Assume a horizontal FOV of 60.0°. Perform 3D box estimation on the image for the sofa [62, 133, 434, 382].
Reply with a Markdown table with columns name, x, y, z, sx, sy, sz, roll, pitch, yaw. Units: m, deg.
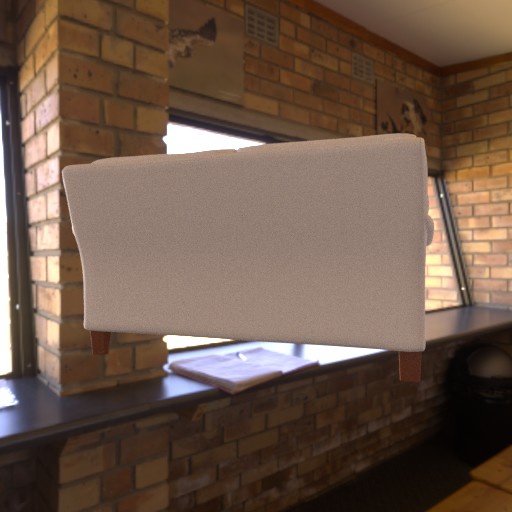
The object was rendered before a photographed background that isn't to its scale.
| name | x | y | z | sx | sy | sz | roll | pitch | yaw |
| --- | --- | --- | --- | --- | --- | --- | --- | --- | --- |
| sofa | 0.000 | 0.000 | 2.513 | 1.853 | 1.101 | 1.084 | 0 | 0 | 19 |
